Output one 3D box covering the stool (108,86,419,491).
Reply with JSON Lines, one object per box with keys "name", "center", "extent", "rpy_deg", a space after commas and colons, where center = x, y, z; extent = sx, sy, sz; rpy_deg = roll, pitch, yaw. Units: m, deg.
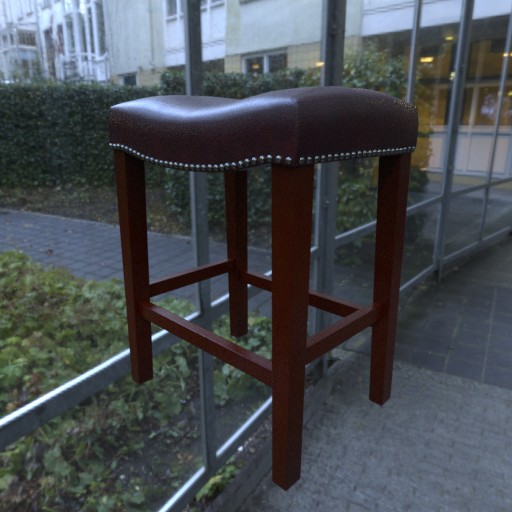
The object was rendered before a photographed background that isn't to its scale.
{"name": "stool", "center": [0.000, 0.000, 0.947], "extent": [0.504, 0.657, 0.372], "rpy_deg": [16, 23, 41]}
